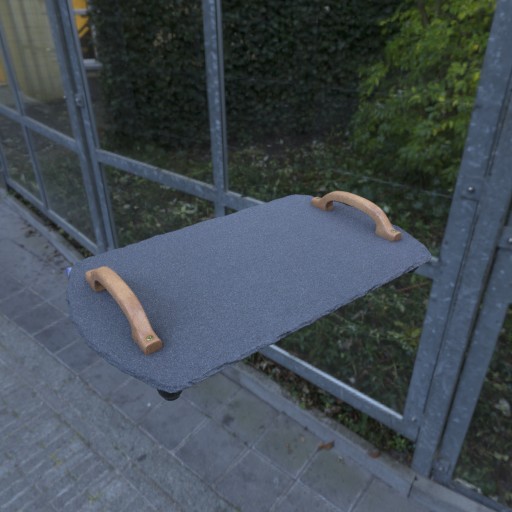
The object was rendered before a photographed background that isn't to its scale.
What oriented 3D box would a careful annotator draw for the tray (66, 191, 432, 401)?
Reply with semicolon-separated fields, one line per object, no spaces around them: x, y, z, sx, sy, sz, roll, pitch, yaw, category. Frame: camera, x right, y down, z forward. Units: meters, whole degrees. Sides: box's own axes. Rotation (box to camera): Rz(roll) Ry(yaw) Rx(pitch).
0.000;0.000;0.480;0.387;0.062;0.231;-21;36;-32;tray
